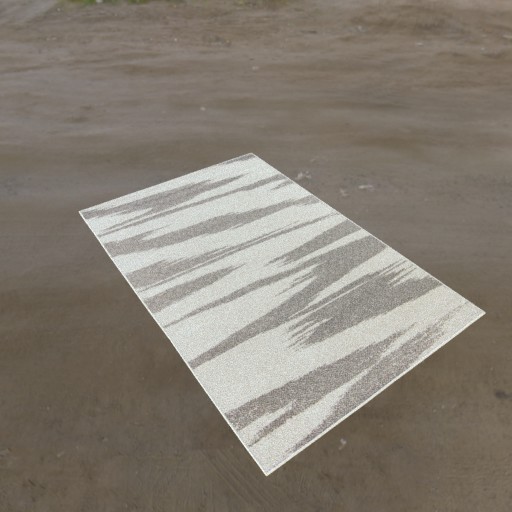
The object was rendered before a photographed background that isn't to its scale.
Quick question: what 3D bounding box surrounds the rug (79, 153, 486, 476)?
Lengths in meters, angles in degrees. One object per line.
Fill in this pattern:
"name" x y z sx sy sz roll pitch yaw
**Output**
"rug" 0.000 0.000 2.271 1.225 0.008 1.827 -25 47 -26
